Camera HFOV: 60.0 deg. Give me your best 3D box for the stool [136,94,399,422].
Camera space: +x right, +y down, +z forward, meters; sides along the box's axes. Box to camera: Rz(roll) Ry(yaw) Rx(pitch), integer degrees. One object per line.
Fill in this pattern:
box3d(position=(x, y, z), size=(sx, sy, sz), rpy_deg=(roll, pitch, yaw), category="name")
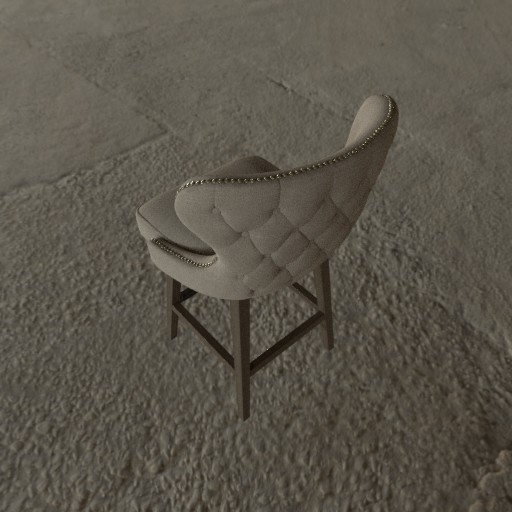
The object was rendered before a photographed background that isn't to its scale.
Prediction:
box3d(position=(0.000, 0.000, 1.343), size=(0.615, 0.972, 0.597), rpy_deg=(-31, 52, -28), category="stool")
